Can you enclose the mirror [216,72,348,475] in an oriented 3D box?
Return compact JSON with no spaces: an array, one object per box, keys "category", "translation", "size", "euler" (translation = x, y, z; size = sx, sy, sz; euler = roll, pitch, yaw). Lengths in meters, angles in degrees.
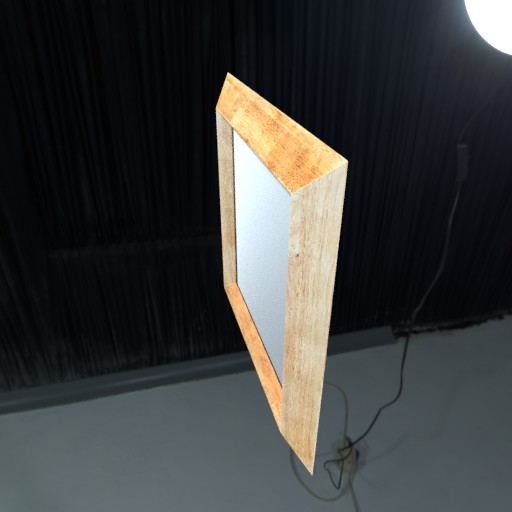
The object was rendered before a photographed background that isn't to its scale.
[{"category":"mirror","translation":[0.000,0.000,0.972],"size":[0.047,0.651,0.651],"euler":[-9,33,-14]}]
